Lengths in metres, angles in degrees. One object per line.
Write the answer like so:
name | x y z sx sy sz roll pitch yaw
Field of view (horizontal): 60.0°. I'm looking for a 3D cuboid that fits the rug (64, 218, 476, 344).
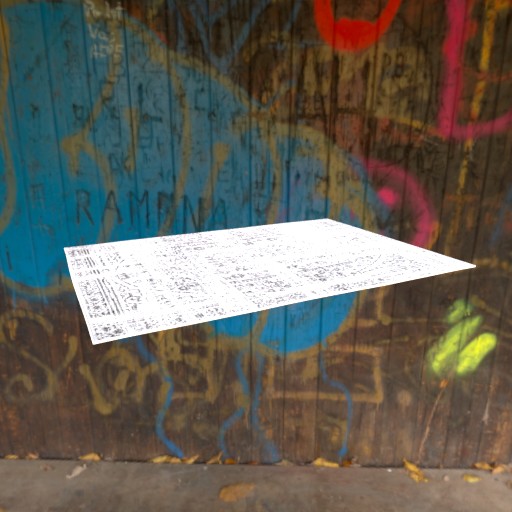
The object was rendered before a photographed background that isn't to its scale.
rug | 0.000 0.000 3.161 2.438 0.026 1.706 -8 19 -25
